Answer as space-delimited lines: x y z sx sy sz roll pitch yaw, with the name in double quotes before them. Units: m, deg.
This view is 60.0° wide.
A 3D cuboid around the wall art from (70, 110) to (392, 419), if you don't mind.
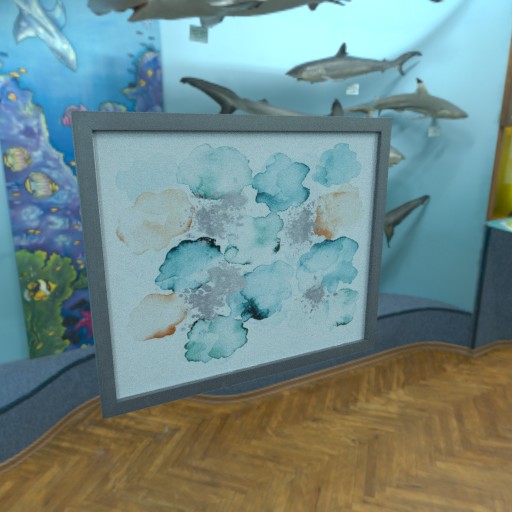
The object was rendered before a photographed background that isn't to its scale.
"wall art" 0.000 0.000 0.920 0.660 0.558 0.026 -7 17 -25
